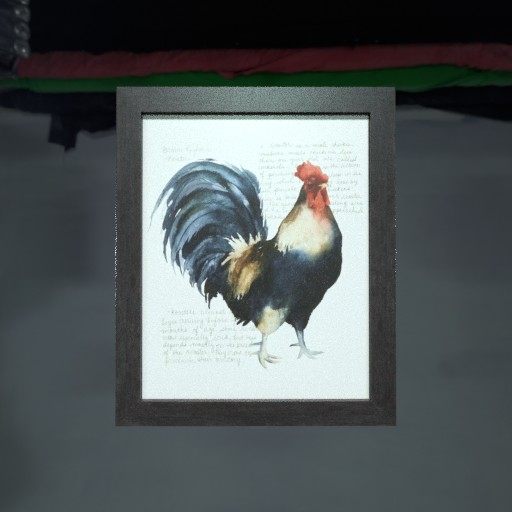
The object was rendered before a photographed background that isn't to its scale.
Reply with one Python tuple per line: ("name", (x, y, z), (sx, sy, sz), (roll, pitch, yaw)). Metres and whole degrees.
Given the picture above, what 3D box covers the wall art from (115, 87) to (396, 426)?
("wall art", (0.000, 0.000, 0.772), (0.479, 0.580, 0.027), (0, -1, 0))
